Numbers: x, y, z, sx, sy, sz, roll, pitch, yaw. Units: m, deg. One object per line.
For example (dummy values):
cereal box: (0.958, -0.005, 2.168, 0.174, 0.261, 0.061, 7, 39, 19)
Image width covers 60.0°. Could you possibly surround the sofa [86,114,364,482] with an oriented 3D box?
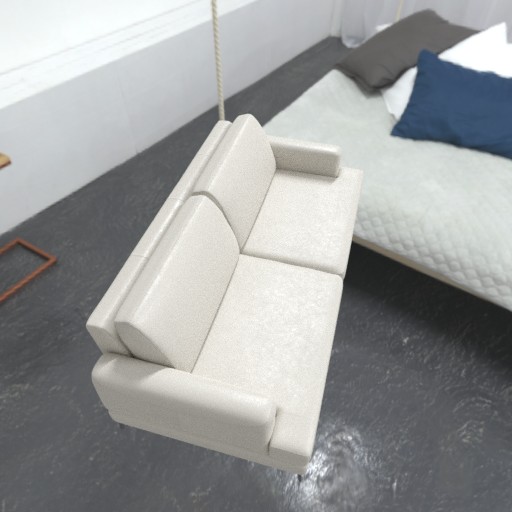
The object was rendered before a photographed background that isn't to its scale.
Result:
sofa: (0.000, 0.000, 2.407, 0.974, 0.765, 1.940, 11, 48, 11)
